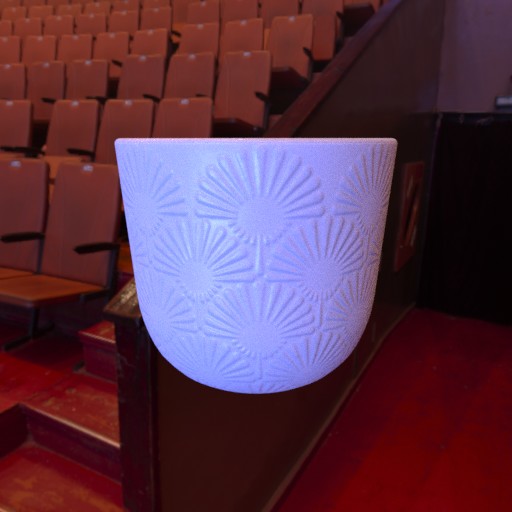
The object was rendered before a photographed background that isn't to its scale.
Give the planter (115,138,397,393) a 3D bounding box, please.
[{"bbox_3d":[0.000,0.000,0.297,0.170,0.152,0.170,0,15,0],"label":"planter"}]
